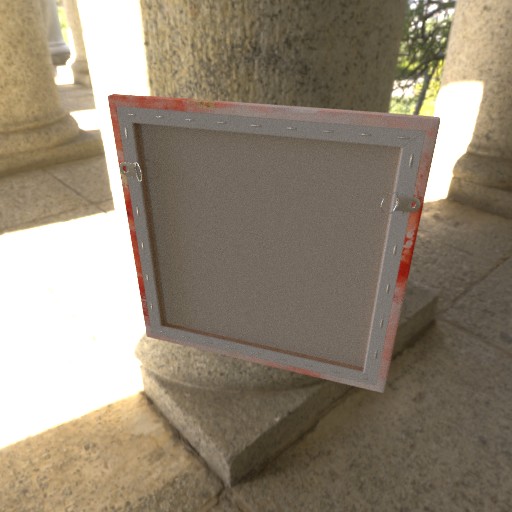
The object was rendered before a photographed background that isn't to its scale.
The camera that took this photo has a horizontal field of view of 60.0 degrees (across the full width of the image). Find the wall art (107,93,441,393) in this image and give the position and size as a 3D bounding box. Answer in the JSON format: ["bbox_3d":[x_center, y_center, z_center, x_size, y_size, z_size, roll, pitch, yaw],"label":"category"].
[{"bbox_3d":[0.000,0.000,1.340,0.878,0.878,0.066,10,32,16],"label":"wall art"}]
